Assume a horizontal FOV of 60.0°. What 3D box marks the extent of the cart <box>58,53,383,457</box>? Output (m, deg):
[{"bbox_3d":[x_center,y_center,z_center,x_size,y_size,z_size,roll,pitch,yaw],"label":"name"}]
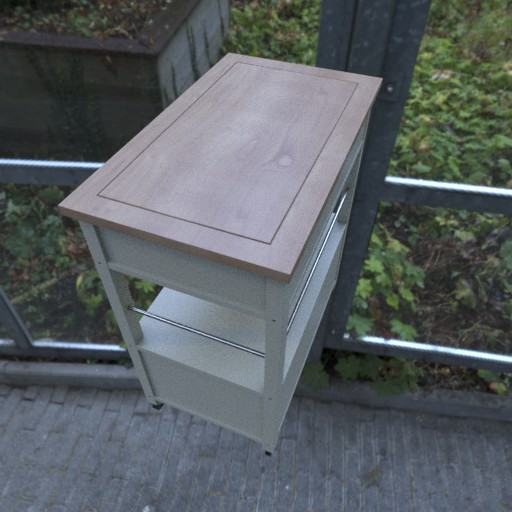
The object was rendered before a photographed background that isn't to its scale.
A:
[{"bbox_3d":[0.000,0.000,1.358,0.459,0.901,0.840,16,48,15],"label":"cart"}]
